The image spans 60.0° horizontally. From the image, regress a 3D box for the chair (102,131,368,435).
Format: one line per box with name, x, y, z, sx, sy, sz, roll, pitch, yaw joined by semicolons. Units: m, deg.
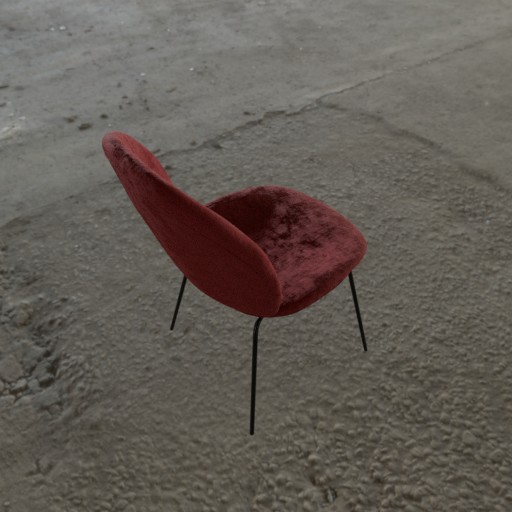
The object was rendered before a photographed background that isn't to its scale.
chair;0.000;0.000;1.147;0.587;0.791;0.458;-27;49;-26
